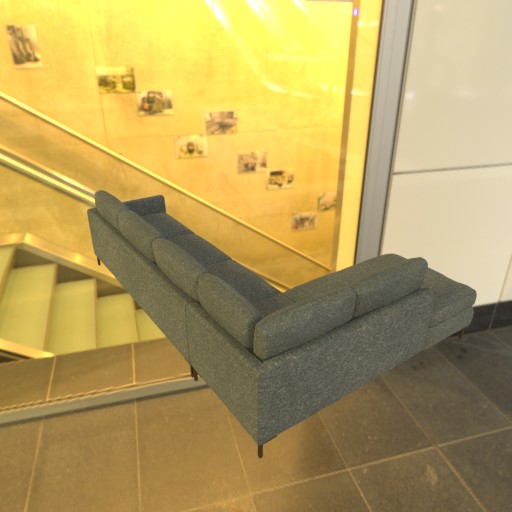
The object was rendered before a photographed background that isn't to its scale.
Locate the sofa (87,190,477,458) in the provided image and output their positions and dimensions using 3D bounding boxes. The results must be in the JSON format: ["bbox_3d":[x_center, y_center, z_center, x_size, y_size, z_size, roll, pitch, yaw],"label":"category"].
[{"bbox_3d":[0.000,0.000,3.844,2.007,0.815,2.949,-17,31,-31],"label":"sofa"}]
